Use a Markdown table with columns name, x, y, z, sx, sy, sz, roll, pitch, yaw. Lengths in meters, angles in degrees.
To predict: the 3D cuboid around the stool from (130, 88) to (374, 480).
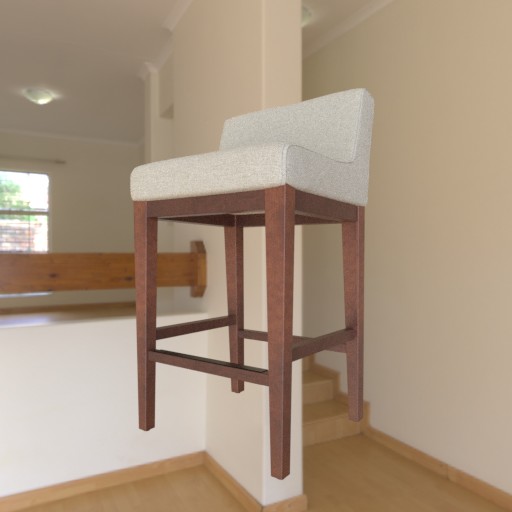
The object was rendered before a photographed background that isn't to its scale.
| name | x | y | z | sx | sy | sz | roll | pitch | yaw |
| --- | --- | --- | --- | --- | --- | --- | --- | --- | --- |
| stool | 0.000 | 0.000 | 1.235 | 0.511 | 0.937 | 0.500 | 0 | 1 | 36 |
